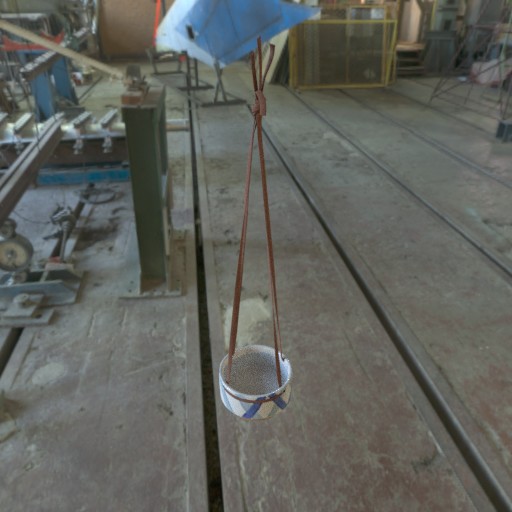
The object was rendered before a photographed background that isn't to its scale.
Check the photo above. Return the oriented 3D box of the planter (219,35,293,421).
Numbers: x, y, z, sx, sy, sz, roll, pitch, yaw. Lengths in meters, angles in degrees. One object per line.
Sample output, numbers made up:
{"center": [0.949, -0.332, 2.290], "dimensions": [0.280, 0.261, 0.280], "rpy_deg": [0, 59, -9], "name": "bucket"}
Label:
{"center": [0.000, 0.000, 0.835], "dimensions": [0.166, 0.751, 0.166], "rpy_deg": [20, 35, 31], "name": "planter"}
